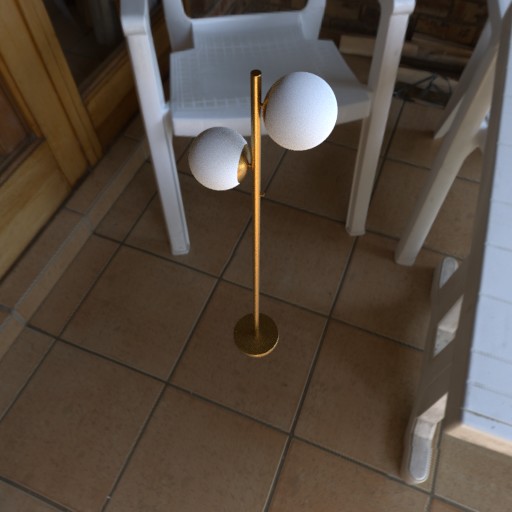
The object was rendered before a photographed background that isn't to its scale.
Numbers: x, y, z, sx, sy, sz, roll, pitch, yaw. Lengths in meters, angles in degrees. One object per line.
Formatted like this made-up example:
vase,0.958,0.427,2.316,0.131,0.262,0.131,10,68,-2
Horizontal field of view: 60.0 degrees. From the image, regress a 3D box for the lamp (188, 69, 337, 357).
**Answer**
lamp,0.000,0.000,1.753,0.419,1.641,0.249,13,58,9
